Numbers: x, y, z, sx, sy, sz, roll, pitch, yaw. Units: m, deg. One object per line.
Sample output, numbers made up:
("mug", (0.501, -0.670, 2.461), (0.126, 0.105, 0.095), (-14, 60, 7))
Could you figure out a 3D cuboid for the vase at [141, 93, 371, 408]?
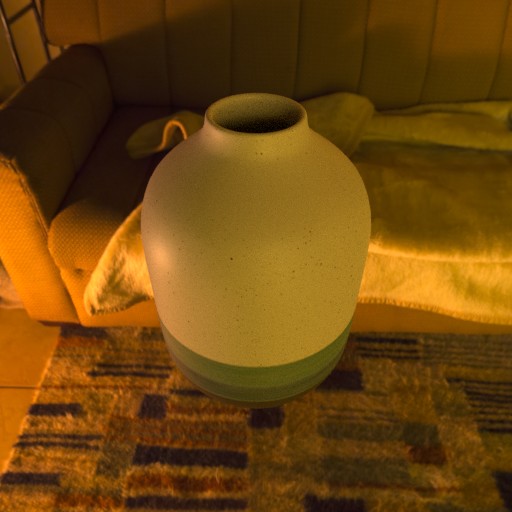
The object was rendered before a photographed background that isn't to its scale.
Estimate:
("vase", (0.000, 0.000, 0.356), (0.169, 0.240, 0.169), (0, 42, 0))
